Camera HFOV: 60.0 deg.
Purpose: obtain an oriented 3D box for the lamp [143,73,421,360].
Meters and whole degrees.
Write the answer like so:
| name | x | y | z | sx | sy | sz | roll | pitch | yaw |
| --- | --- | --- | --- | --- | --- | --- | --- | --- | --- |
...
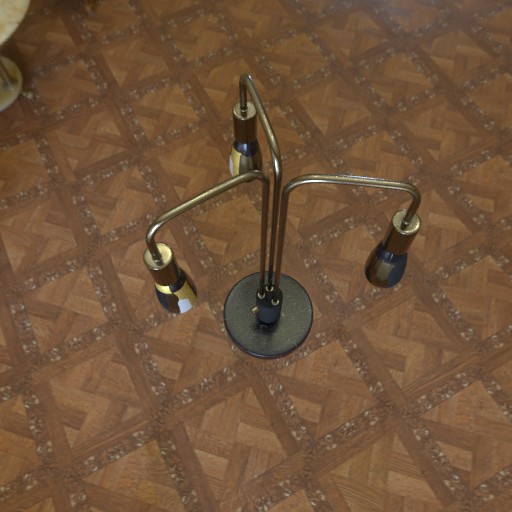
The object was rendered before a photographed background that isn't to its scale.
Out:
| name | x | y | z | sx | sy | sz | roll | pitch | yaw |
| --- | --- | --- | --- | --- | --- | --- | --- | --- | --- |
| lamp | 0.000 | 0.000 | 0.790 | 0.368 | 0.560 | 0.355 | -27 | 67 | -13 |
